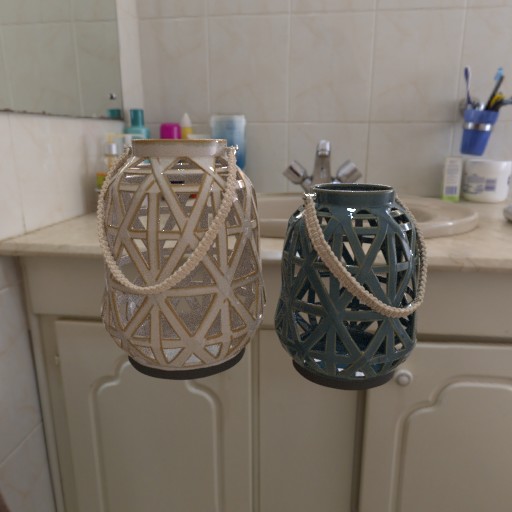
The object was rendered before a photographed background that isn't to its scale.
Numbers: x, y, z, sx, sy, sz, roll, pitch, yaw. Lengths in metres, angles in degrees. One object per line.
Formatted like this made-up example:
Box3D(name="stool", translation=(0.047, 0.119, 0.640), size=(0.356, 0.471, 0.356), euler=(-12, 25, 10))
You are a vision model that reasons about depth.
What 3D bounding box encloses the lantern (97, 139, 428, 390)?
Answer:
Box3D(name="lantern", translation=(0.000, 0.000, 0.603), size=(0.439, 0.307, 0.245), euler=(2, 15, 9))
